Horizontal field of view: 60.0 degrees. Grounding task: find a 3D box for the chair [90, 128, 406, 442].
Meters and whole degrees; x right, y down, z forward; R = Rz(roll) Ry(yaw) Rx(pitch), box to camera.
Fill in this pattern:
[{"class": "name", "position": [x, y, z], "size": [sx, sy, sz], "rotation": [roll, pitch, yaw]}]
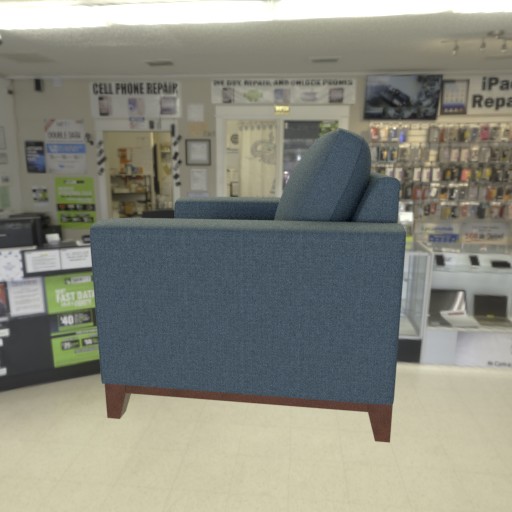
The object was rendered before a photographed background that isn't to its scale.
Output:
[{"class": "chair", "position": [0.000, 0.000, 1.895], "size": [1.038, 1.010, 1.024], "rotation": [2, 13, 8]}]
